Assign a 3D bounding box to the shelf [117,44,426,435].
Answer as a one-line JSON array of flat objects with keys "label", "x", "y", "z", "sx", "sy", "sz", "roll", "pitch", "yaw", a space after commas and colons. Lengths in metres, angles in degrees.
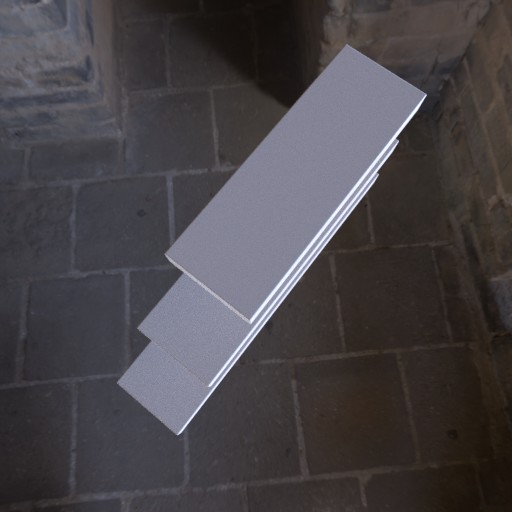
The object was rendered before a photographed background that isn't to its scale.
[{"label": "shelf", "x": 0.000, "y": 0.000, "z": 0.717, "sx": 0.140, "sy": 0.293, "sz": 0.610, "roll": 37, "pitch": 78, "yaw": 9}]
